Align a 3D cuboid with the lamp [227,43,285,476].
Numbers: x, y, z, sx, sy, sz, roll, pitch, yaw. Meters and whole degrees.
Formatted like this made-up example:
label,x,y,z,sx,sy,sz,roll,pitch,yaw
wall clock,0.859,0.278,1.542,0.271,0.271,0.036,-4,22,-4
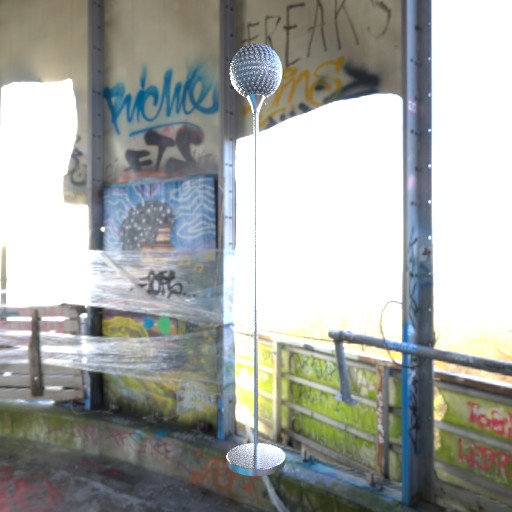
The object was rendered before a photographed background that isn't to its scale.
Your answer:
label,x,y,z,sx,sy,sz,roll,pitch,yaw
lamp,0.000,0.000,1.943,0.254,1.805,0.254,0,0,0
